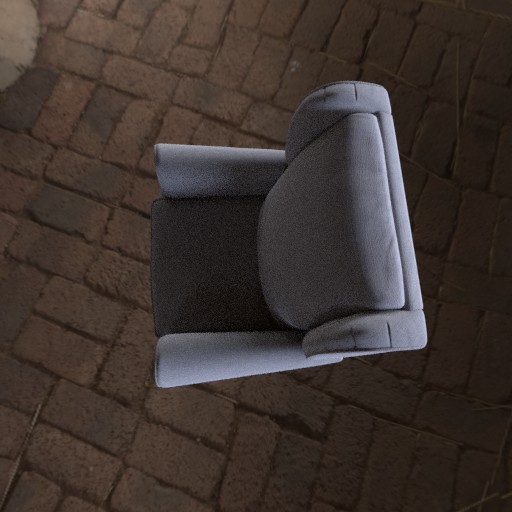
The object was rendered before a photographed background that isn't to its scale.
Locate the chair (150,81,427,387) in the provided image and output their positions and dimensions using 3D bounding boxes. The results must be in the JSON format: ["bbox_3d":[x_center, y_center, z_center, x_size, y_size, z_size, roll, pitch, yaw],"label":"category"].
[{"bbox_3d":[0.000,0.000,1.667,0.854,0.966,0.906,-3,75,-1],"label":"chair"}]
